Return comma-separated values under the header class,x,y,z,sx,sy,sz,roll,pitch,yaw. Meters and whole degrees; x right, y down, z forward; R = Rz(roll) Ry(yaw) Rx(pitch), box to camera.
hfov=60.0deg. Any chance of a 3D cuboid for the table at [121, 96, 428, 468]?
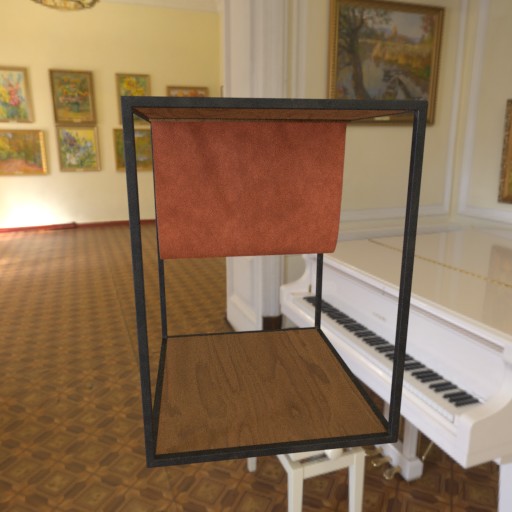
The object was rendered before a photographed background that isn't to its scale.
class,x,y,z,sx,sy,sz,roll,pitch,yaw
table,0.000,0.000,0.844,0.399,0.536,0.450,-2,14,-8
